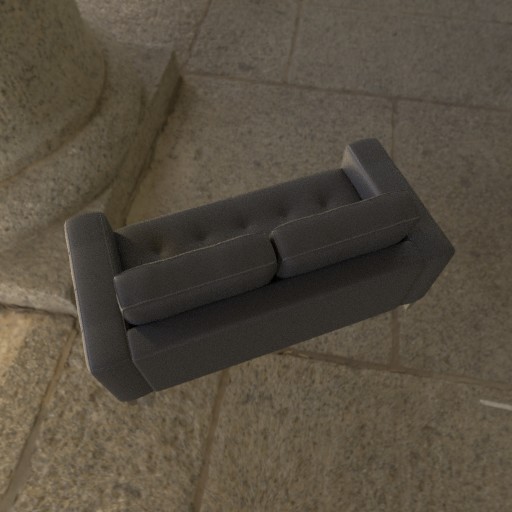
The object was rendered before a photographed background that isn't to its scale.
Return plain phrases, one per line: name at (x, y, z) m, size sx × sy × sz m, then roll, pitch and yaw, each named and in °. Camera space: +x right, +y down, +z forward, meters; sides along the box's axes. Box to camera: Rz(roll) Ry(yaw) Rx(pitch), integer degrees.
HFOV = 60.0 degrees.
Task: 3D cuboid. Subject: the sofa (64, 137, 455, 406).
sofa at (0.000, 0.000, 2.256) m, size 1.726 × 0.892 × 0.833 m, roll -17°, pitch 60°, yaw -10°
